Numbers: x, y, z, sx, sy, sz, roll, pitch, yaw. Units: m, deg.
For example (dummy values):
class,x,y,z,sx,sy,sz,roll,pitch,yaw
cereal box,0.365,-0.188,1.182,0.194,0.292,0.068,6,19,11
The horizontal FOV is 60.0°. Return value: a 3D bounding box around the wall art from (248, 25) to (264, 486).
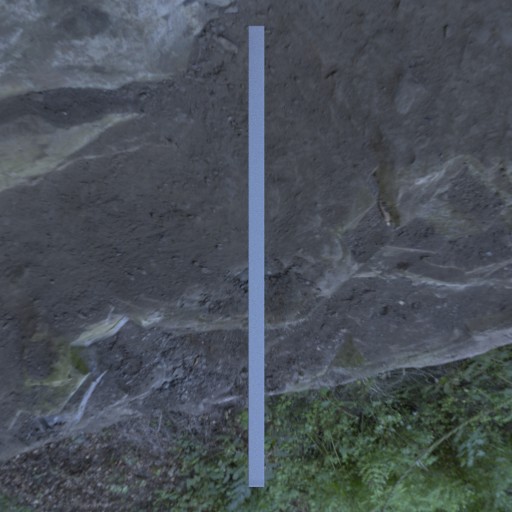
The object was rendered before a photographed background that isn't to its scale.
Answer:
class,x,y,z,sx,sy,sz,roll,pitch,yaw
wall art,0.000,0.000,1.484,0.040,0.765,1.149,0,90,0
